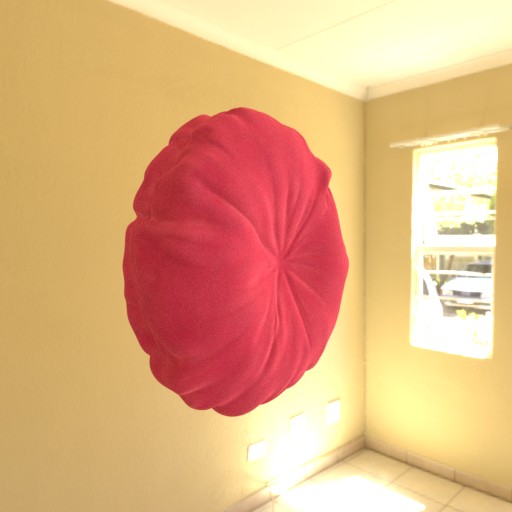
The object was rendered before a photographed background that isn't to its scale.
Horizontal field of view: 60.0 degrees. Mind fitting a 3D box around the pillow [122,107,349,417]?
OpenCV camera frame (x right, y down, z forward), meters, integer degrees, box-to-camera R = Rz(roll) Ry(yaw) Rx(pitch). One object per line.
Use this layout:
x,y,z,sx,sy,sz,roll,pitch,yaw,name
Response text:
0.000,0.000,0.638,0.148,0.407,0.428,1,2,37,pillow
